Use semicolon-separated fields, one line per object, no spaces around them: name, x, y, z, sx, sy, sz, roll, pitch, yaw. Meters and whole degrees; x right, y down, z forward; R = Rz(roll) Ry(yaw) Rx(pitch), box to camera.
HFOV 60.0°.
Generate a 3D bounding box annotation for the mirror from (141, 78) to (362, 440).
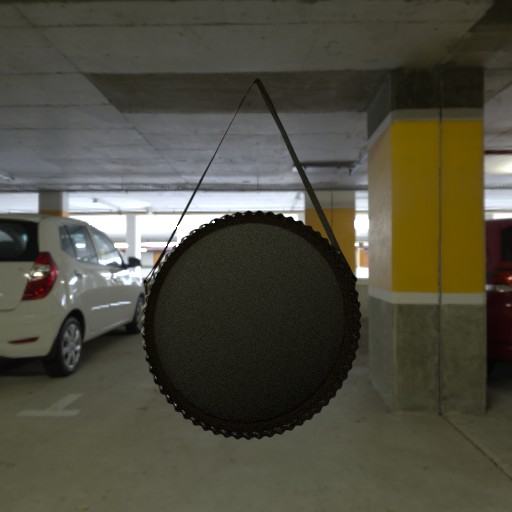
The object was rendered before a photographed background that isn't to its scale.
mirror;0.000;0.000;0.709;0.355;0.568;0.042;0;-1;-16
